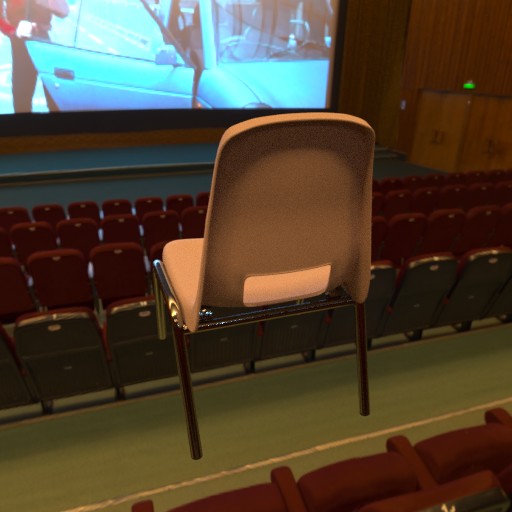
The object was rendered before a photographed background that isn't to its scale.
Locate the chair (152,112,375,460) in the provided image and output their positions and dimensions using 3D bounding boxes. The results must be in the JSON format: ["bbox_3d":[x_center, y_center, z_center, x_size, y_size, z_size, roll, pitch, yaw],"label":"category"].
[{"bbox_3d":[0.000,0.000,0.798,0.354,0.537,0.385,-8,26,-16],"label":"chair"}]
